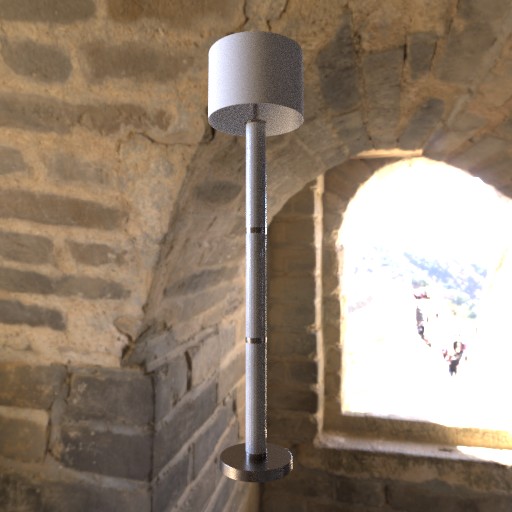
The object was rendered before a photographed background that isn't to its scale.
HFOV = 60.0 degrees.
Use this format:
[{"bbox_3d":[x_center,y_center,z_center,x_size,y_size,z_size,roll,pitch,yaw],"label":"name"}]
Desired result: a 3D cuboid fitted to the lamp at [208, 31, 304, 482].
[{"bbox_3d":[0.000,0.000,1.728,0.377,1.599,0.377,2,-3,-36],"label":"lamp"}]
